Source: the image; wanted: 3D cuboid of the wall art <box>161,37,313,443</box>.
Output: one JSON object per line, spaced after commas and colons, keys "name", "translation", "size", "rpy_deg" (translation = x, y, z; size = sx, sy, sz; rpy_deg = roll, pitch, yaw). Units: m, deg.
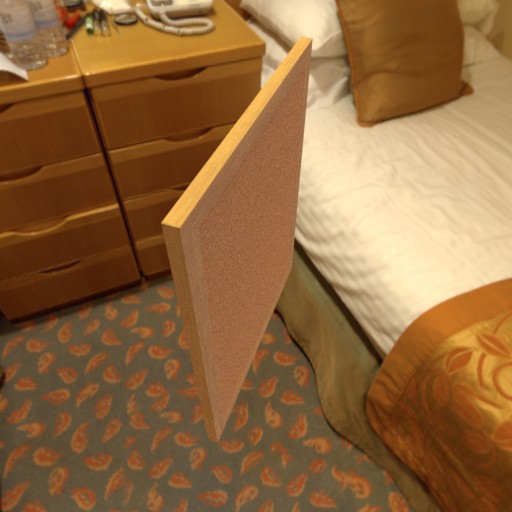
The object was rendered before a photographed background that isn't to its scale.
{"name": "wall art", "translation": [0.000, 0.000, 0.769], "size": [0.020, 0.561, 0.460], "rpy_deg": [16, 50, 14]}
